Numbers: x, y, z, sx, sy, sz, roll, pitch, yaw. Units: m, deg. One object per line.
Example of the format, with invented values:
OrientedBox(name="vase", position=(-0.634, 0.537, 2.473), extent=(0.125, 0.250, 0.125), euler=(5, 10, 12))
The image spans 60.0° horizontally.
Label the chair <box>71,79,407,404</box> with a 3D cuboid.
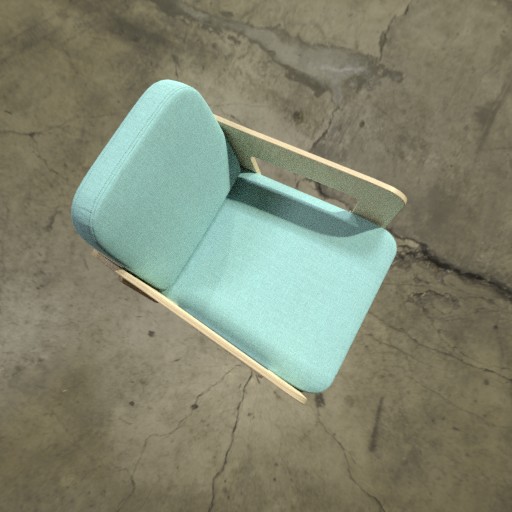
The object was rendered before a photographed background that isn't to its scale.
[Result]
OrientedBox(name="chair", position=(0.000, 0.000, 1.286), extent=(0.710, 0.800, 0.590), euler=(28, 78, 7))
